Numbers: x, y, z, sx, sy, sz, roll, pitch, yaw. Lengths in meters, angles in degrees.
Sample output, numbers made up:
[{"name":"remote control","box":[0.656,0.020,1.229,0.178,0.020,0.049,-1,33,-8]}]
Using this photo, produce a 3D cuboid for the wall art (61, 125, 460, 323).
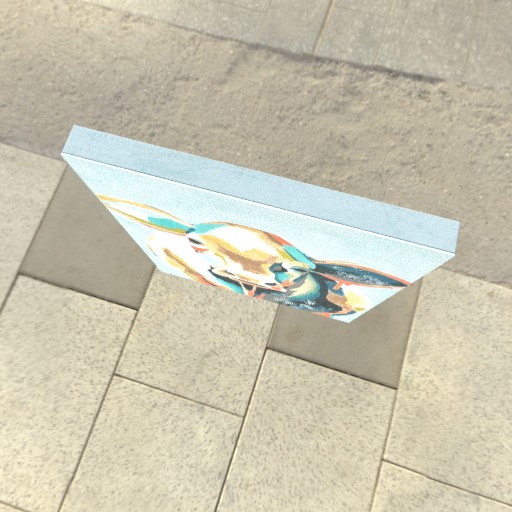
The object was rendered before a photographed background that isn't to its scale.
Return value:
[{"name":"wall art","box":[0.000,0.000,0.692,0.409,0.509,0.037,15,75,4]}]
